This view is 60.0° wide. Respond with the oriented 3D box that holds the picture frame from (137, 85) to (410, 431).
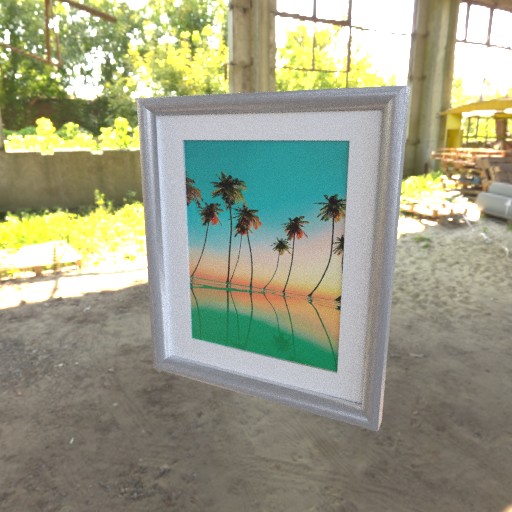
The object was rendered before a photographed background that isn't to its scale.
[{"bbox_3d":[0.000,0.000,0.546,0.327,0.378,0.027,7,17,25],"label":"picture frame"}]
